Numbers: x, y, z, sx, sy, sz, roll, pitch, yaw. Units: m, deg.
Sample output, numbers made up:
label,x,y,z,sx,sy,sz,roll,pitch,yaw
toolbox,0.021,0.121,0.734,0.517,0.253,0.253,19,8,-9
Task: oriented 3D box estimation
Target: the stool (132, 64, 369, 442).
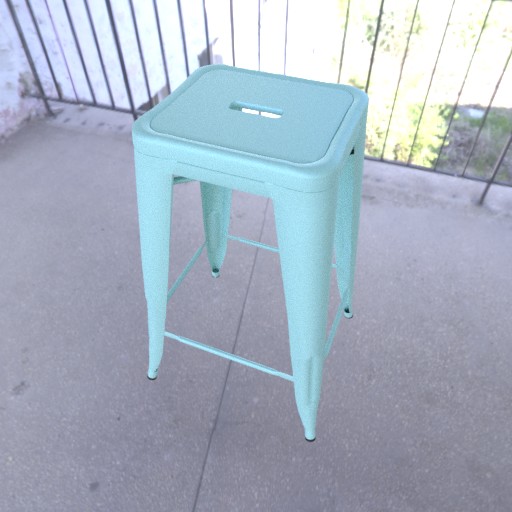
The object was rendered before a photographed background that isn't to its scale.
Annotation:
label,x,y,z,sx,sy,sz,roll,pitch,yaw
stool,0.000,0.000,0.854,0.399,0.609,0.359,16,48,15
